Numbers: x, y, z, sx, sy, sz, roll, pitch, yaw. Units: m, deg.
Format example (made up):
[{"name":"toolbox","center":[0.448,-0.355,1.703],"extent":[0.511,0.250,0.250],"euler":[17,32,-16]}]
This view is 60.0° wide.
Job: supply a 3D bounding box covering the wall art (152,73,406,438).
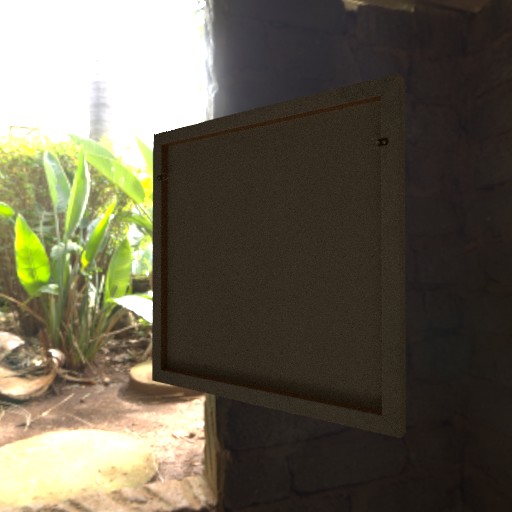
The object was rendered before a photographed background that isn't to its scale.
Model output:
[{"name":"wall art","center":[0.000,0.000,1.159],"extent":[0.762,0.762,0.041],"euler":[-1,-1,36]}]
